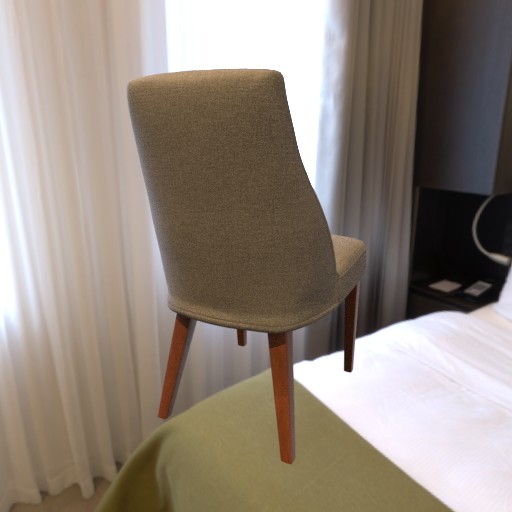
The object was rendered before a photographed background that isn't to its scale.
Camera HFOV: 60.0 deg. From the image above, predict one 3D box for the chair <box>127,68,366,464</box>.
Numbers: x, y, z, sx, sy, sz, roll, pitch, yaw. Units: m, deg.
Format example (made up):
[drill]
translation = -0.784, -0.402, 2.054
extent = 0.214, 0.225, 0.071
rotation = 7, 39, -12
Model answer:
[chair]
translation = 0.000, 0.000, 1.268
extent = 0.500, 0.930, 0.620
rotation = 8, 18, 26
